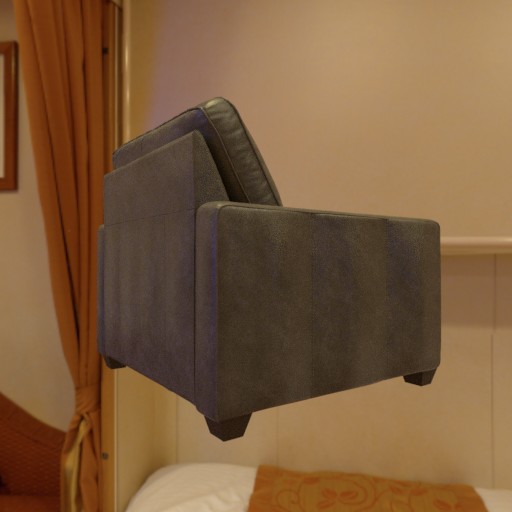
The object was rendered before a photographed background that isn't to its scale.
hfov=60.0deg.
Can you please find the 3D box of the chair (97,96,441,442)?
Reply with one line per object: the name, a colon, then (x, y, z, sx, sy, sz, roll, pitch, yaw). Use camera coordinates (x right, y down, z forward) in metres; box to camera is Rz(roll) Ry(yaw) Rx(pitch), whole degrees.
chair: (0.000, 0.000, 1.710, 0.939, 0.916, 1.006, 0, 0, -36)
